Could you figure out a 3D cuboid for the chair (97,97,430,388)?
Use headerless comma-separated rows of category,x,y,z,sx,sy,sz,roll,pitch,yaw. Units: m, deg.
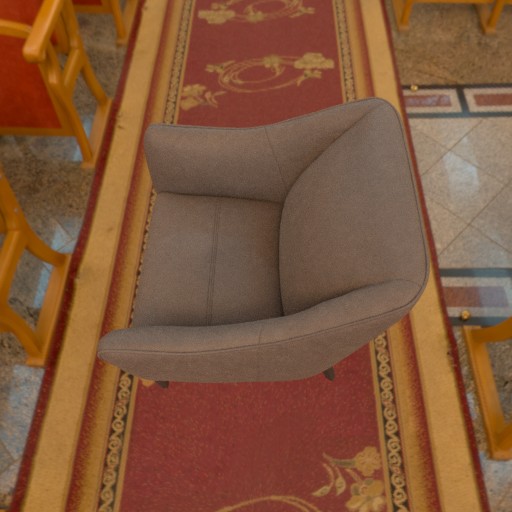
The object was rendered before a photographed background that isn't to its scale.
chair,0.000,0.000,1.531,0.852,0.830,0.871,1,59,1
